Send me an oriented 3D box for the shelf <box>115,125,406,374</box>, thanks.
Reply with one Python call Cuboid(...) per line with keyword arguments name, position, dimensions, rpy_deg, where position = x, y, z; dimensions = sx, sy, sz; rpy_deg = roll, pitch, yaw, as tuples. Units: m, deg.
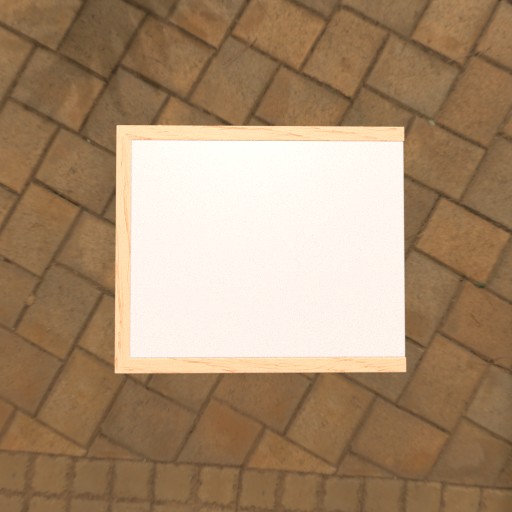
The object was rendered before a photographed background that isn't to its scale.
Cuboid(name="shelf", position=(0.000, 0.000, 0.743), dimensions=(0.290, 0.600, 0.250), rpy_deg=(0, 89, -1))
